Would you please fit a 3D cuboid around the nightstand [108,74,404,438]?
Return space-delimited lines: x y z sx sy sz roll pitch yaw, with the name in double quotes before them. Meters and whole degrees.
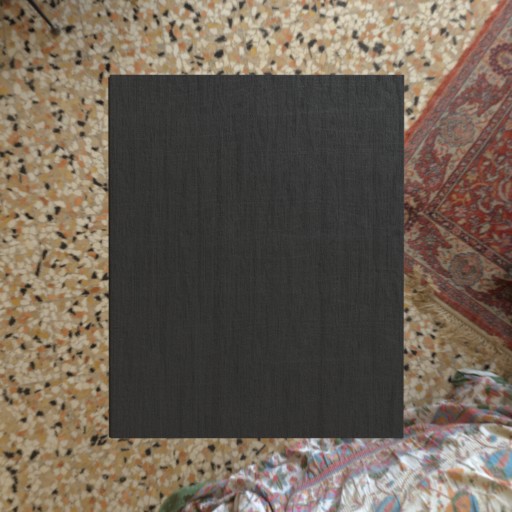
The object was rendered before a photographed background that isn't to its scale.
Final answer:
"nightstand" 0.000 0.000 0.743 0.347 0.448 0.427 0 90 0
